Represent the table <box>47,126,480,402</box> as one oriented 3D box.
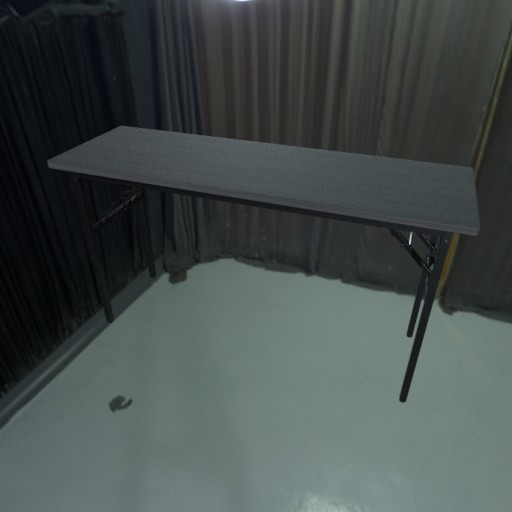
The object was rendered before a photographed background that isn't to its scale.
[{"bbox_3d":[0.000,0.000,1.726,1.399,0.750,0.449,11,34,17],"label":"table"}]
